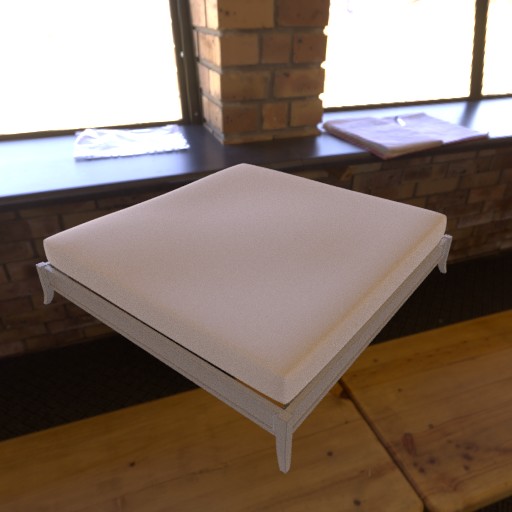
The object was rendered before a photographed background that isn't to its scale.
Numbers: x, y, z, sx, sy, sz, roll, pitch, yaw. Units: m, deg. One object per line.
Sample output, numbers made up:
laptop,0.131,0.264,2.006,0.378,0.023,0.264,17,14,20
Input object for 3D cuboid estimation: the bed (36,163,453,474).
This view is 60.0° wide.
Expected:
bed,0.000,0.000,3.053,2.007,0.510,2.108,22,37,33
